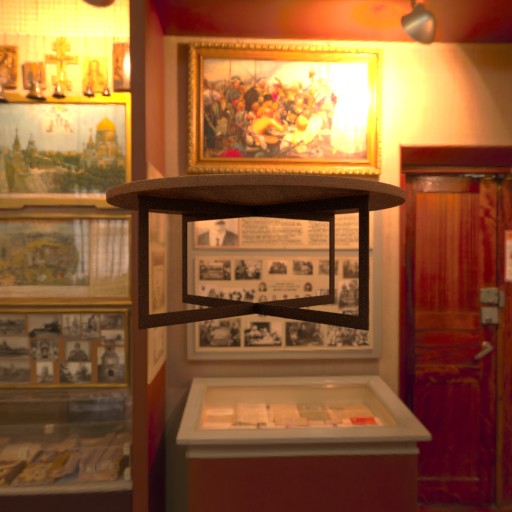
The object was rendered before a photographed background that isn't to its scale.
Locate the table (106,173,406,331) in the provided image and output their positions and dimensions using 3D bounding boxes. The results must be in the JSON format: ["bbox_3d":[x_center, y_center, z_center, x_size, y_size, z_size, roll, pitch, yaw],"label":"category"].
[{"bbox_3d":[0.000,0.000,1.975,1.264,0.516,1.264,0,1,0],"label":"table"}]
